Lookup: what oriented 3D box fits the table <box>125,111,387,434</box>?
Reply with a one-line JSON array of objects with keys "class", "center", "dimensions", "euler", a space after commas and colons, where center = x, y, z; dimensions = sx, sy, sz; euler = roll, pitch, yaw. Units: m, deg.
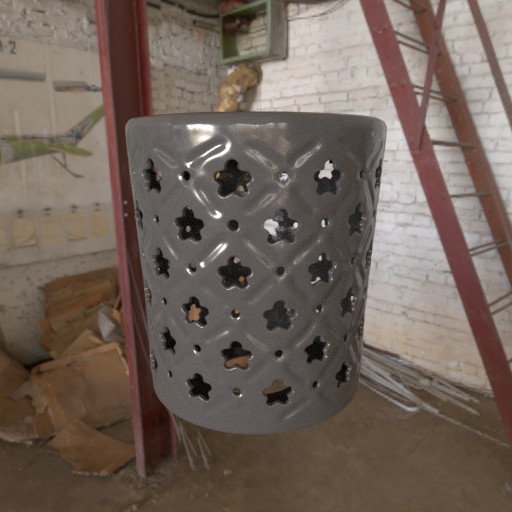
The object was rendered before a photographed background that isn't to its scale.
[{"class": "table", "center": [0.000, 0.000, 0.657], "dimensions": [0.352, 0.387, 0.352], "euler": [0, 13, 0]}]
